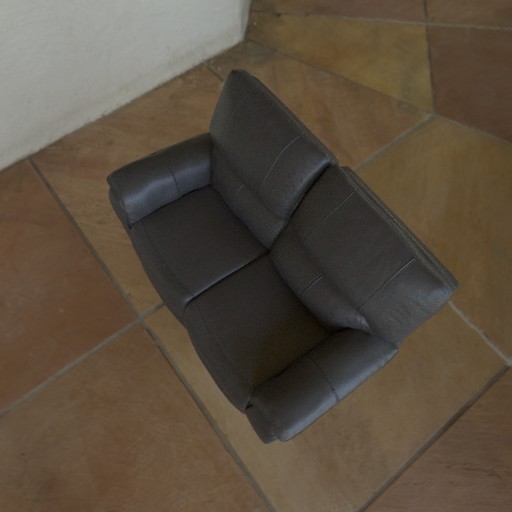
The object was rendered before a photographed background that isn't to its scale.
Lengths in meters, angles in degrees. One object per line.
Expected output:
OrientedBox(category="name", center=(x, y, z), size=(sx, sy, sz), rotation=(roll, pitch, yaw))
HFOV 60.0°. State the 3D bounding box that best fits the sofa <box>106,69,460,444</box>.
OrientedBox(category="sofa", center=(0.000, 0.000, 2.492), size=(1.104, 1.111, 1.765), rotation=(-32, 68, -15))
